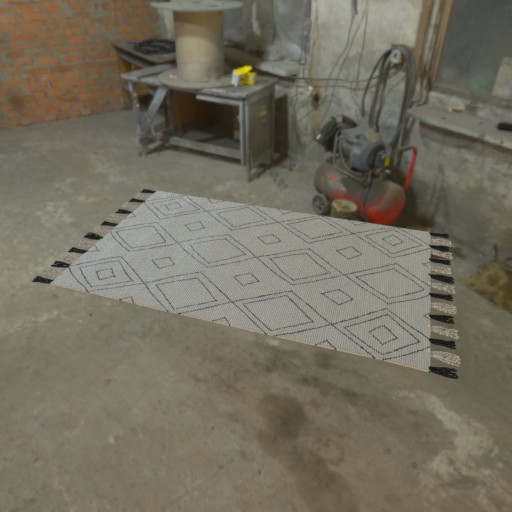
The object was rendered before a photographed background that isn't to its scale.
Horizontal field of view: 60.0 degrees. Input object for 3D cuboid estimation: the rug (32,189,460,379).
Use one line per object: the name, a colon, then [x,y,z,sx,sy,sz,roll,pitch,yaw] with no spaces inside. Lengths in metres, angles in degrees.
rug: [0.000,0.000,3.257,2.755,0.021,1.524,10,36,15]
